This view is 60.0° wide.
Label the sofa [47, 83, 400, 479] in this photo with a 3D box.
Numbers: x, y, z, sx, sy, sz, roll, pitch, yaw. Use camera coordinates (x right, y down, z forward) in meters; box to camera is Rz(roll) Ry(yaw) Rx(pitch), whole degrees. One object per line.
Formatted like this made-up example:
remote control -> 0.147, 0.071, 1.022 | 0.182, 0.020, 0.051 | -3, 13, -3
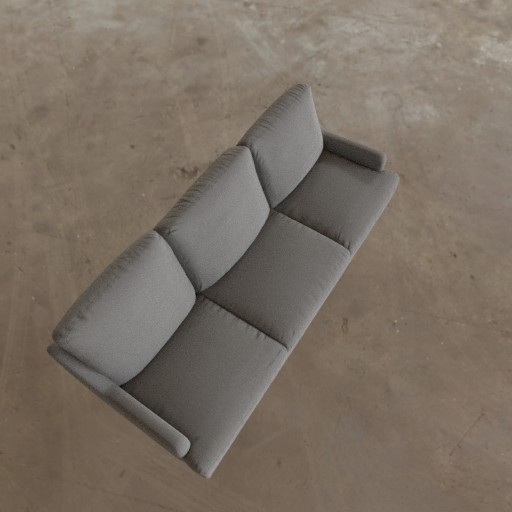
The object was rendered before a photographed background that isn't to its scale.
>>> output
sofa -> 0.000, 0.000, 2.762 | 0.987, 0.926, 2.344 | 30, 63, 17
